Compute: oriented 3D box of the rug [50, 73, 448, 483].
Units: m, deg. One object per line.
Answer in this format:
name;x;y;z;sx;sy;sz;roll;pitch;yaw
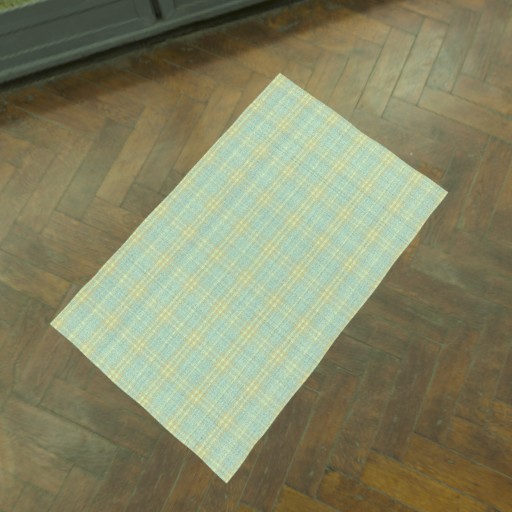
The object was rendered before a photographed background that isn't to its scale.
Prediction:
rug;0.000;0.000;3.050;1.545;0.016;2.460;38;80;8
